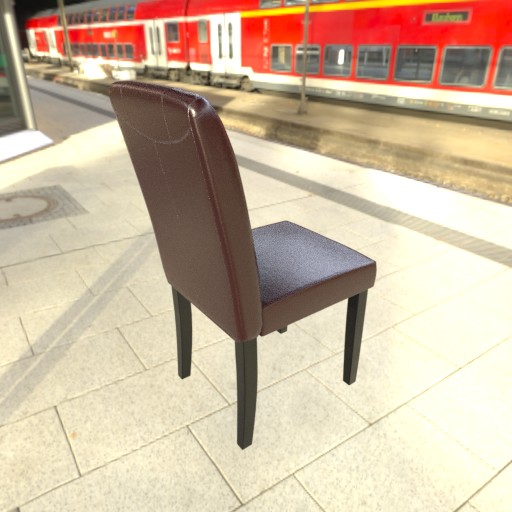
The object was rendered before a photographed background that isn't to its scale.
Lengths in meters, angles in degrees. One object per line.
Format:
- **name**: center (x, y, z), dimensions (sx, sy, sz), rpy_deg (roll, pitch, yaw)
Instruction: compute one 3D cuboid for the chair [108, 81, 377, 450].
- **chair**: center (0.000, 0.000, 1.199), dimensions (0.556, 0.897, 0.399), rpy_deg (-18, 31, -32)
